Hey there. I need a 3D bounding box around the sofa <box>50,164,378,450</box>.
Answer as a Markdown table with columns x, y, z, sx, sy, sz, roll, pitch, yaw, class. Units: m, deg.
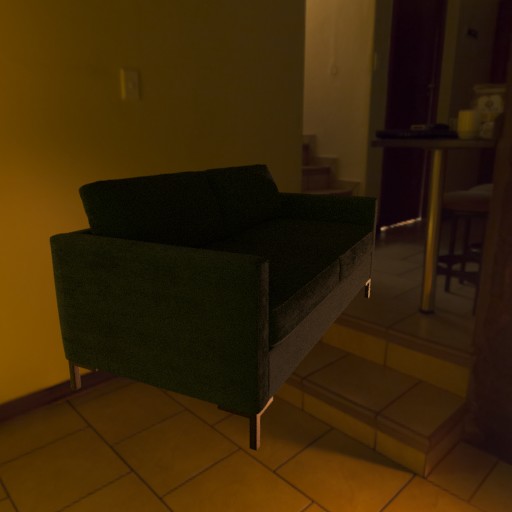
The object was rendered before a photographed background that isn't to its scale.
| x | y | z | sx | sy | sz | roll | pitch | yaw | class |
| --- | --- | --- | --- | --- | --- | --- | --- | --- | --- |
| 0.000 | 0.000 | 2.179 | 0.875 | 0.817 | 1.676 | 7 | 16 | 25 | sofa |
